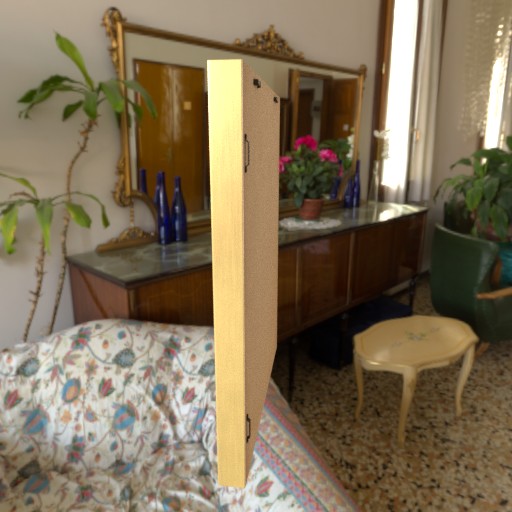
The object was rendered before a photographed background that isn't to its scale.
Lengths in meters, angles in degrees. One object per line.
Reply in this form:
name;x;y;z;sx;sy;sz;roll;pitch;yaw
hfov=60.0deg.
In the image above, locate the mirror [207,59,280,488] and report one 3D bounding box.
mirror;0.000;0.000;0.698;0.041;0.508;0.405;2;15;8
